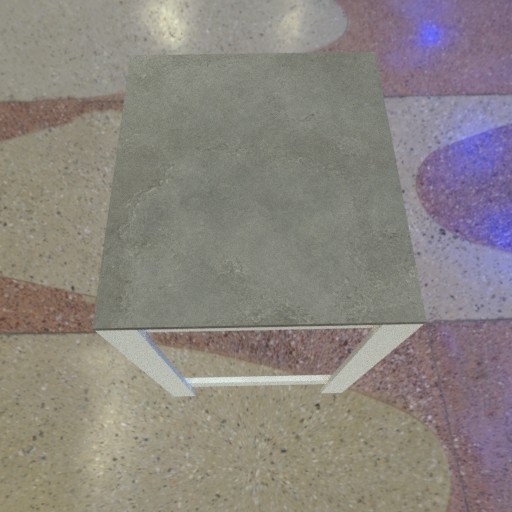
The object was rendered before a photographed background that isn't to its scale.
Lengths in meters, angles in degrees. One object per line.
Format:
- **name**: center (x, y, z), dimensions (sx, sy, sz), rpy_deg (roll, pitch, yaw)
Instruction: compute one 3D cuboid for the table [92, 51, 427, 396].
- **table**: center (0.000, 0.000, 1.558), dimensions (0.700, 1.020, 0.800), rpy_deg (-1, 65, -1)
